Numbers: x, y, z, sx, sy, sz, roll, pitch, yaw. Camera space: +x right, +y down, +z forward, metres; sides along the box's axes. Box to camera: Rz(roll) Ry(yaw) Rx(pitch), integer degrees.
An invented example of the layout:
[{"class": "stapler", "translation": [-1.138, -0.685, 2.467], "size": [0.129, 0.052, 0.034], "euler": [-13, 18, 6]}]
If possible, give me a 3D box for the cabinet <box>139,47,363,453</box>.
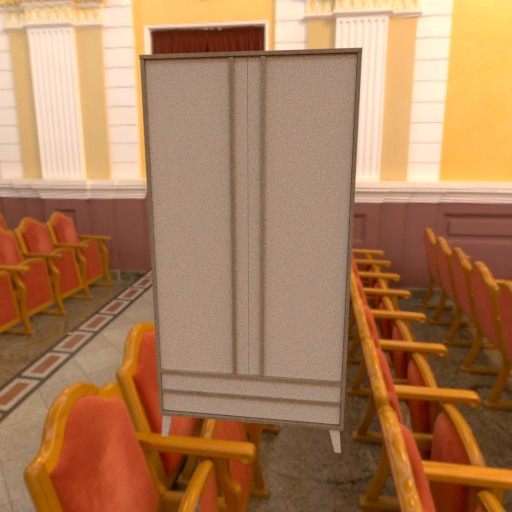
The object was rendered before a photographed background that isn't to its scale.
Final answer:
[{"class": "cabinet", "translation": [0.000, 0.000, 2.471], "size": [1.006, 1.999, 0.571], "euler": [2, 13, 8]}]
